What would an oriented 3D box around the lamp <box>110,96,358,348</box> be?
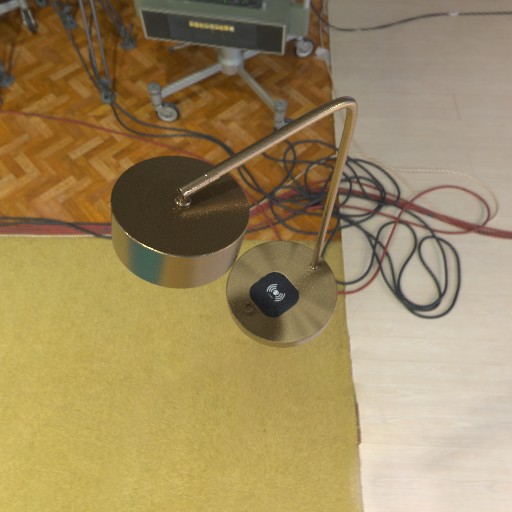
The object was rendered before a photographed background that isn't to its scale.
[{"bbox_3d":[0.000,0.000,0.519,0.270,0.380,0.171,-34,67,-16],"label":"lamp"}]
